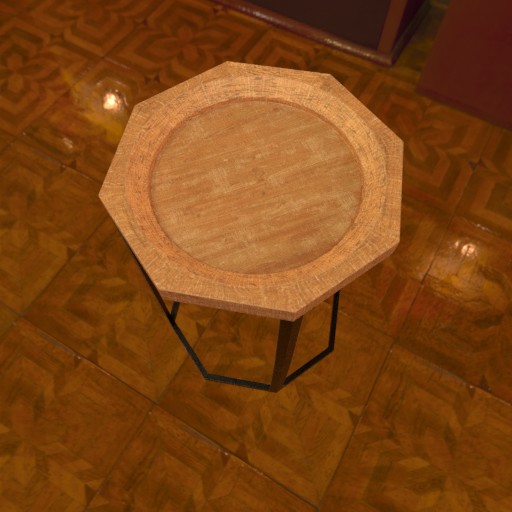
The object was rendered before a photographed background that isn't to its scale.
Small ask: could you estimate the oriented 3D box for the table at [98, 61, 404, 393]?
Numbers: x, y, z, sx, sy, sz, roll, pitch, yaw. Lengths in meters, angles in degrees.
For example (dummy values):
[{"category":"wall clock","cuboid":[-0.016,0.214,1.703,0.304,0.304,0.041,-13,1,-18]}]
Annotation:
[{"category":"table","cuboid":[0.000,0.000,0.867,0.437,0.553,0.437,30,67,14]}]
